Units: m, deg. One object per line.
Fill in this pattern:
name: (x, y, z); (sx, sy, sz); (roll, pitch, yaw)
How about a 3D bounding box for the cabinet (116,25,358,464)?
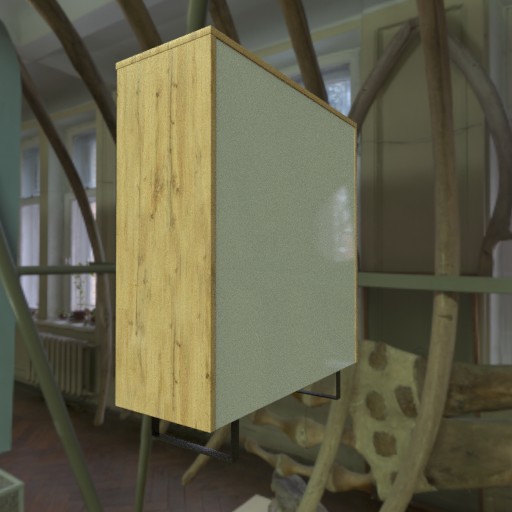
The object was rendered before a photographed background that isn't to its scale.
cabinet: (0.000, 0.000, 1.962); (0.473, 1.397, 1.168); (-1, -1, 35)
